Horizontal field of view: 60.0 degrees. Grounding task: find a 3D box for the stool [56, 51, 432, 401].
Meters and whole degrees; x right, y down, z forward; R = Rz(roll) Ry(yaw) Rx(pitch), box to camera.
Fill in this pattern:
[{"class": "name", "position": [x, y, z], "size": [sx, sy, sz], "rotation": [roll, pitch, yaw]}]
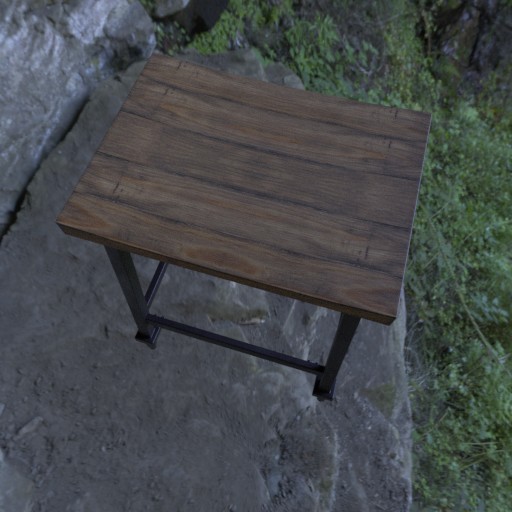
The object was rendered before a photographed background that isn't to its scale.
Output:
[{"class": "stool", "position": [0.000, 0.000, 0.930], "size": [0.486, 0.625, 0.405], "rotation": [15, 65, 7]}]
